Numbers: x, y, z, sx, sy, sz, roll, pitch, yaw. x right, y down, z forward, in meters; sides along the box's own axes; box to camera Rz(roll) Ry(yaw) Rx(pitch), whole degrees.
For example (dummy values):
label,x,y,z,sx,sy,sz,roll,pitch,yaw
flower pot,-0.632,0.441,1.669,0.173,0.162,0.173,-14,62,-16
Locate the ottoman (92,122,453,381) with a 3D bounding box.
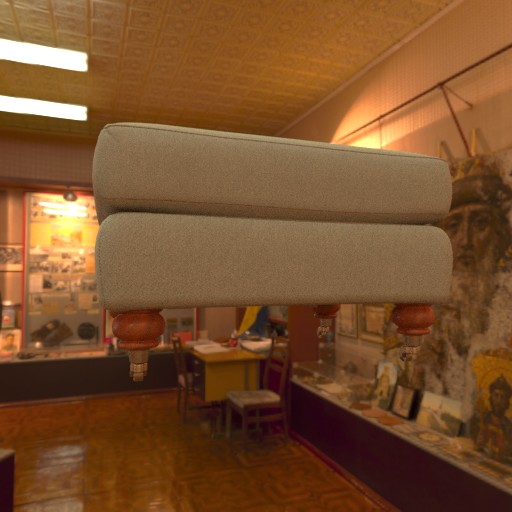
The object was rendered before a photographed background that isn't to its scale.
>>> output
label,x,y,z,sx,sy,sz,roll,pitch,yaw
ottoman,0.000,0.000,1.116,0.773,0.499,0.569,1,-3,-19
